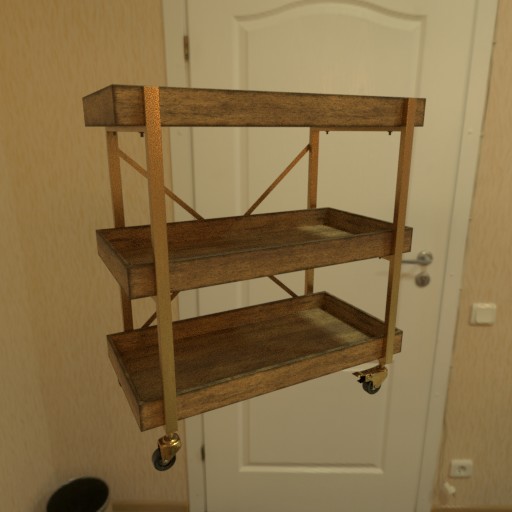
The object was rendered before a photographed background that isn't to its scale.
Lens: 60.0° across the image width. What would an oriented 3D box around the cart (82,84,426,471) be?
[{"bbox_3d":[0.000,0.000,1.186,0.750,0.799,0.416,-8,18,-27],"label":"cart"}]
